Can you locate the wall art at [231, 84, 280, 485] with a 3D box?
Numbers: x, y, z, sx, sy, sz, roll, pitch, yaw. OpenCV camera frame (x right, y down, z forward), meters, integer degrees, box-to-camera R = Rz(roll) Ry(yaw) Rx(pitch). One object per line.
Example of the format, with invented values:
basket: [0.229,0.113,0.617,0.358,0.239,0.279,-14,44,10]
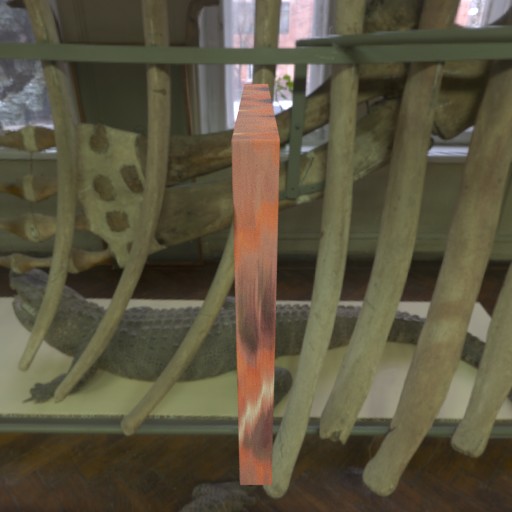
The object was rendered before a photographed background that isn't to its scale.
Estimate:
wall art: [0.000,0.000,0.614,0.038,0.406,0.403,0,27,0]
